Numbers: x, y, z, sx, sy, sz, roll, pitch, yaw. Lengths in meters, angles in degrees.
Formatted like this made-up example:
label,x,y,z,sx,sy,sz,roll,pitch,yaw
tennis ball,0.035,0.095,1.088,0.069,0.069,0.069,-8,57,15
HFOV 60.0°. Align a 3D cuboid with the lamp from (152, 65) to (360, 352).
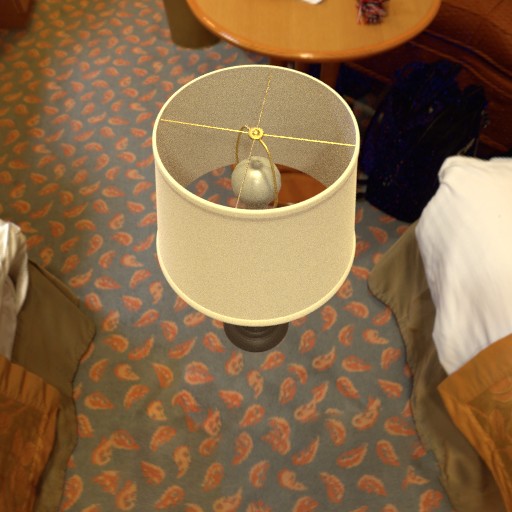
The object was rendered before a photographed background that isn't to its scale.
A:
label,x,y,z,sx,sy,sz,roll,pitch,yaw
lamp,0.000,0.000,0.814,0.335,0.611,0.335,0,59,0
